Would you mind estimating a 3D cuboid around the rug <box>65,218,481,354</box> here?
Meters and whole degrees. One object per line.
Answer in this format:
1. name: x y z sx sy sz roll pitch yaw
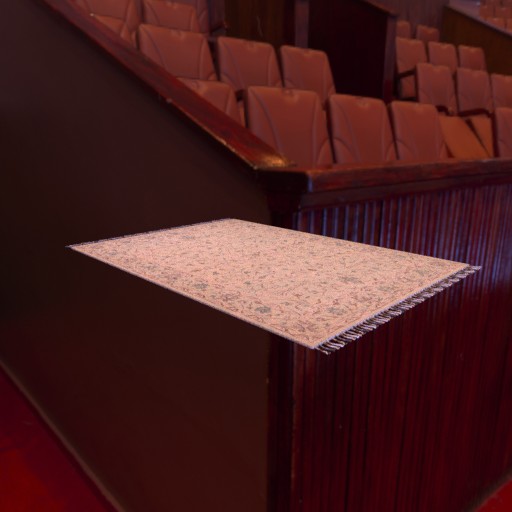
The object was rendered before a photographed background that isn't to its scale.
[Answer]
1. rug: 0.000 0.000 2.293 1.247 0.008 1.802 -15 21 -43
